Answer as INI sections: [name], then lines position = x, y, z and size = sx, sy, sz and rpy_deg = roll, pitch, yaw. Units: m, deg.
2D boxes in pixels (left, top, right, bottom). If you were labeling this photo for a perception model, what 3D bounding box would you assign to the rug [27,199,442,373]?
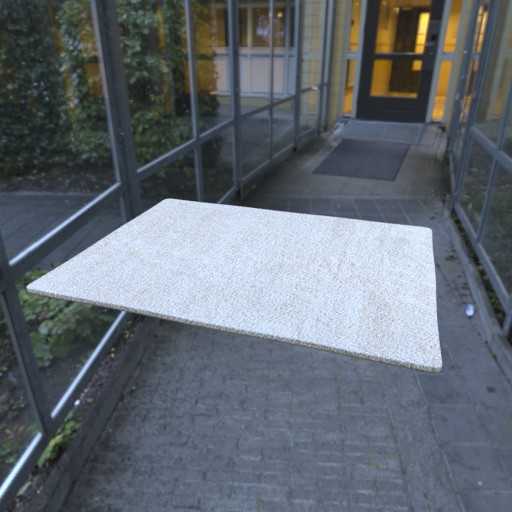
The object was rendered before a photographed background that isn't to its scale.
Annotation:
[rug]
position = 0.000, 0.000, 2.101
size = 1.600, 0.027, 1.200
rpy_deg = 8, 27, 16
